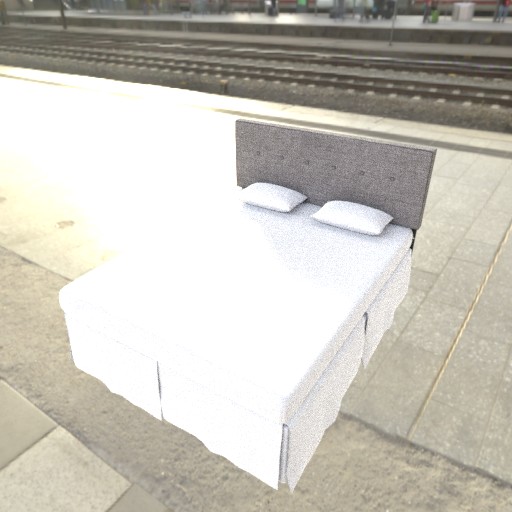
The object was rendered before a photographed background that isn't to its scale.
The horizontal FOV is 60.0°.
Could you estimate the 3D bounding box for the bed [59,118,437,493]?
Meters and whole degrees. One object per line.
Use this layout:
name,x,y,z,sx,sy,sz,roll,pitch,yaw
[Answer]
bed,0.000,0.000,2.861,1.621,1.168,1.958,18,35,28
